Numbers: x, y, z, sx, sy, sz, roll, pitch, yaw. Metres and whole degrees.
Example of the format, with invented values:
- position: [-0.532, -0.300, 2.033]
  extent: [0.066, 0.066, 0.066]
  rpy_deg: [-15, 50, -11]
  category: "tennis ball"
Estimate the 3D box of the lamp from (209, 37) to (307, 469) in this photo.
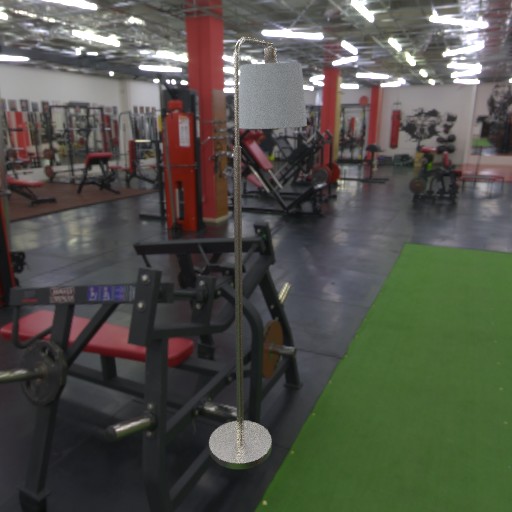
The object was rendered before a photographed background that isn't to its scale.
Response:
- position: [0.000, 0.000, 1.636]
  extent: [0.254, 1.478, 0.508]
  rpy_deg: [8, 18, 26]
  category: "lamp"
